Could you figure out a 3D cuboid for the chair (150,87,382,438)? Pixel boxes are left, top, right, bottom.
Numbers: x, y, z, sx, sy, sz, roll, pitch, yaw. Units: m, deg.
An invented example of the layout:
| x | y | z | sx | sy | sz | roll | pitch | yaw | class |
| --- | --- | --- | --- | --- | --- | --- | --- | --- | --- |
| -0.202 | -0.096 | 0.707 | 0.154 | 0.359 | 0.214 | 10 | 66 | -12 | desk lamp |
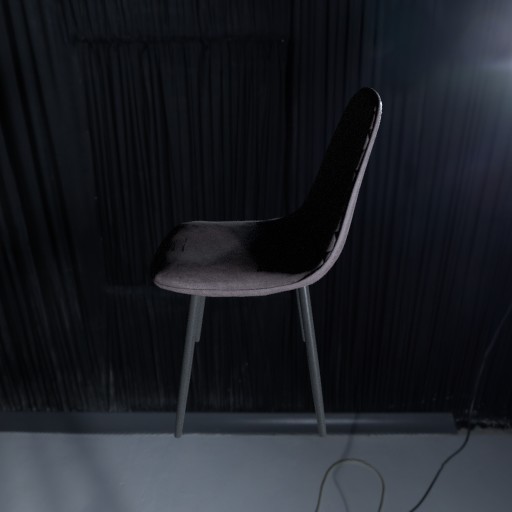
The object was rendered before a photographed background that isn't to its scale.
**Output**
| x | y | z | sx | sy | sz | roll | pitch | yaw | class |
| --- | --- | --- | --- | --- | --- | --- | --- | --- | --- |
| 0.000 | 0.000 | 1.249 | 0.561 | 0.889 | 0.472 | 0 | 24 | 0 | chair |
